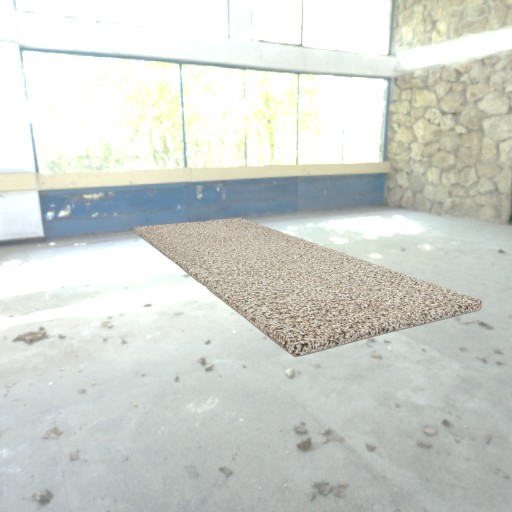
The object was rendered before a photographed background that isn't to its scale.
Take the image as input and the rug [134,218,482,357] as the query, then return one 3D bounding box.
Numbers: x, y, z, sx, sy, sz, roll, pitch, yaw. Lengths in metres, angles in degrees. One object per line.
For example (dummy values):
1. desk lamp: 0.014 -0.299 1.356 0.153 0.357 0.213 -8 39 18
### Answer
1. rug: 0.000 0.000 1.723 0.609 0.030 1.524 -7 16 -27
